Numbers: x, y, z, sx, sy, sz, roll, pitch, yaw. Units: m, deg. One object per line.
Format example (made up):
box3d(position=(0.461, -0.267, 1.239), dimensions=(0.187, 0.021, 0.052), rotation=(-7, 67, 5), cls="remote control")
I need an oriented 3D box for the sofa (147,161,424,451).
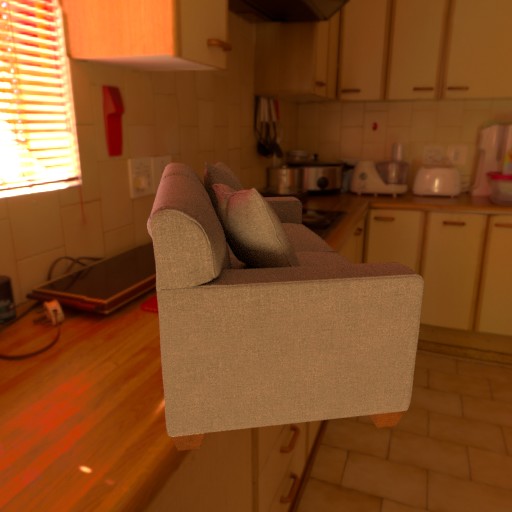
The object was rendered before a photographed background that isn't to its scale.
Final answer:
box3d(position=(0.000, 0.000, 2.427), dimensions=(1.000, 0.958, 1.846), rotation=(-3, 17, -9), cls="sofa")
